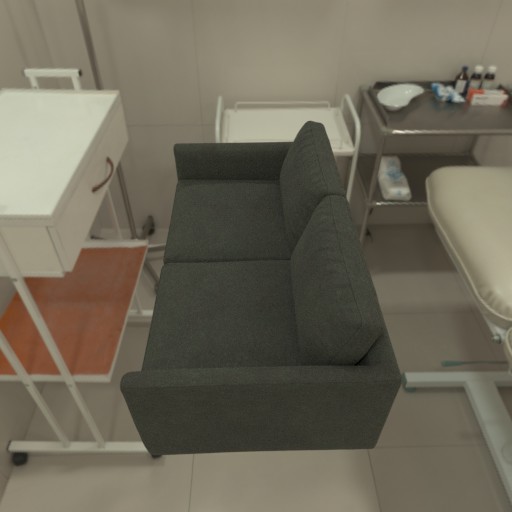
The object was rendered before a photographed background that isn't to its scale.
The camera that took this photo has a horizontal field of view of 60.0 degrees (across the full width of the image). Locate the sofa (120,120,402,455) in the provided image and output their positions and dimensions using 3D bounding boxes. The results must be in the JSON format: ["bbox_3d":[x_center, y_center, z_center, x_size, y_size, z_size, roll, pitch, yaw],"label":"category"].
[{"bbox_3d":[0.000,0.000,2.518,1.091,0.845,1.909,-1,42,-1],"label":"sofa"}]
